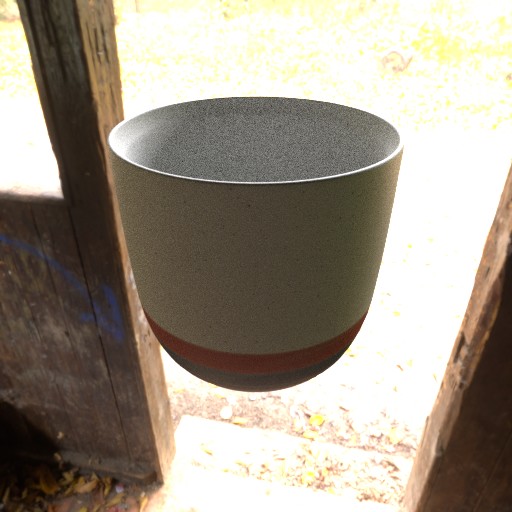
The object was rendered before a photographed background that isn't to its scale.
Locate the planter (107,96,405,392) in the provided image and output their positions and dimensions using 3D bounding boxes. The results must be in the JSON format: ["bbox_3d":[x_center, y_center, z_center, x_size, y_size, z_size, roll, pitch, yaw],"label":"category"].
[{"bbox_3d":[0.000,0.000,0.371,0.204,0.214,0.204,0,32,0],"label":"planter"}]
